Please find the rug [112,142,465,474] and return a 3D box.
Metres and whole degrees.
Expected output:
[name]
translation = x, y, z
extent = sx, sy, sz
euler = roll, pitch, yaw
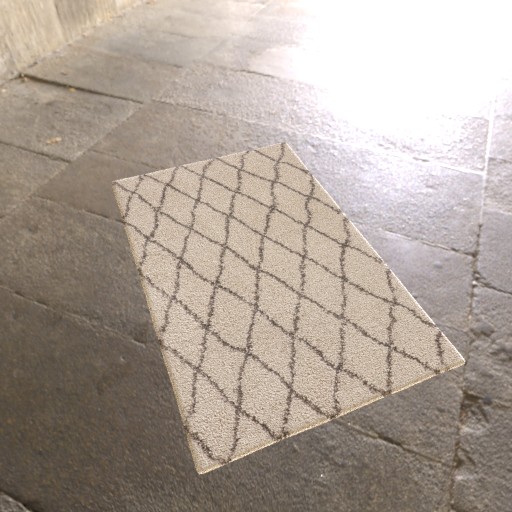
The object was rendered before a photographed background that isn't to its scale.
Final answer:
[rug]
translation = 0.000, 0.000, 3.459
extent = 1.778, 0.030, 2.743
euler = -16, 49, -15
